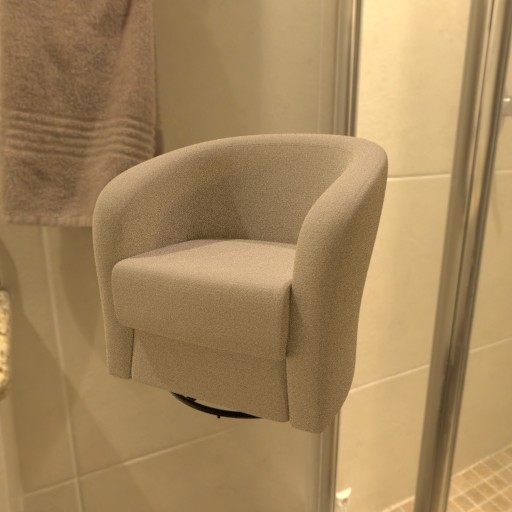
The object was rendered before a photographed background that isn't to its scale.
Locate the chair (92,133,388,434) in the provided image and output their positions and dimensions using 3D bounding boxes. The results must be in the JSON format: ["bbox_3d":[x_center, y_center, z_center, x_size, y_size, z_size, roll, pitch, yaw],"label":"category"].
[{"bbox_3d":[0.000,0.000,1.442,0.791,0.771,0.815,7,17,24],"label":"chair"}]
